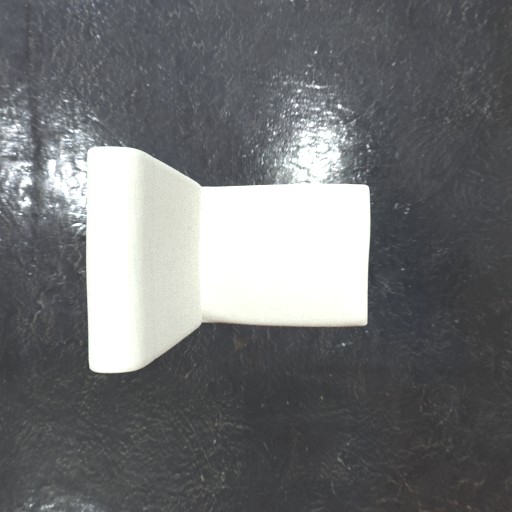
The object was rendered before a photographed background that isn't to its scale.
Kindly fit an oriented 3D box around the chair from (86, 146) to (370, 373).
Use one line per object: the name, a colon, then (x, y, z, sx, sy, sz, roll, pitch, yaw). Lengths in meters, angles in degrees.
chair: (0.000, 0.000, 1.352, 0.708, 0.976, 0.452, 0, 91, -2)
